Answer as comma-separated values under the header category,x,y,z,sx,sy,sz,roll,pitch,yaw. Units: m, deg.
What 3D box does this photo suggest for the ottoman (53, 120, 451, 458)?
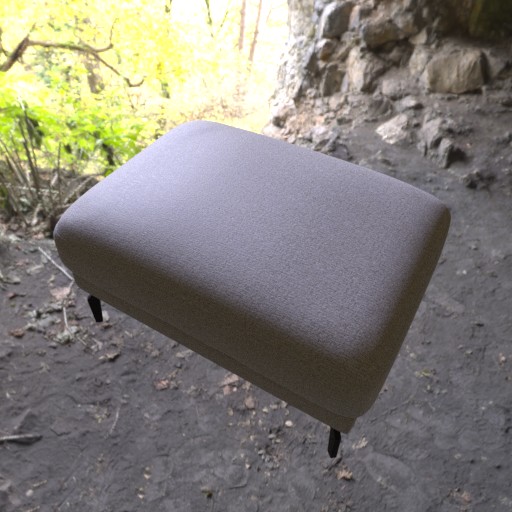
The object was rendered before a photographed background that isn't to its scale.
category,x,y,z,sx,sy,sz,roll,pitch,yaw
ottoman,0.000,0.000,1.080,0.772,0.420,0.568,23,51,21
